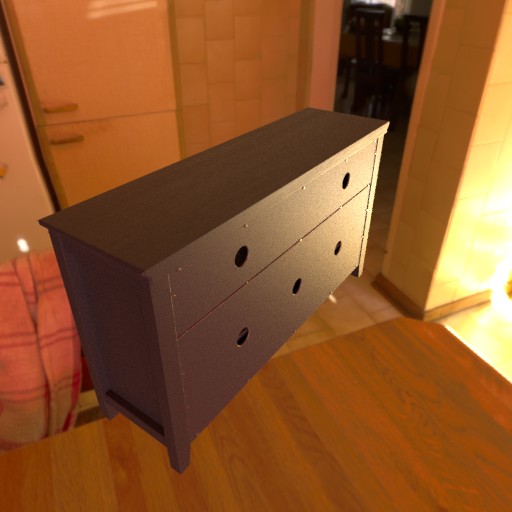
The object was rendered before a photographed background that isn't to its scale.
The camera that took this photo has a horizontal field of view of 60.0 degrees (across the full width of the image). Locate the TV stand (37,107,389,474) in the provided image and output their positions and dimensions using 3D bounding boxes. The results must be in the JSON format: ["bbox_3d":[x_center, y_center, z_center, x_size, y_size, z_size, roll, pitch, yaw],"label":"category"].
[{"bbox_3d":[0.000,0.000,1.487,0.347,0.681,1.198,21,38,29],"label":"TV stand"}]
